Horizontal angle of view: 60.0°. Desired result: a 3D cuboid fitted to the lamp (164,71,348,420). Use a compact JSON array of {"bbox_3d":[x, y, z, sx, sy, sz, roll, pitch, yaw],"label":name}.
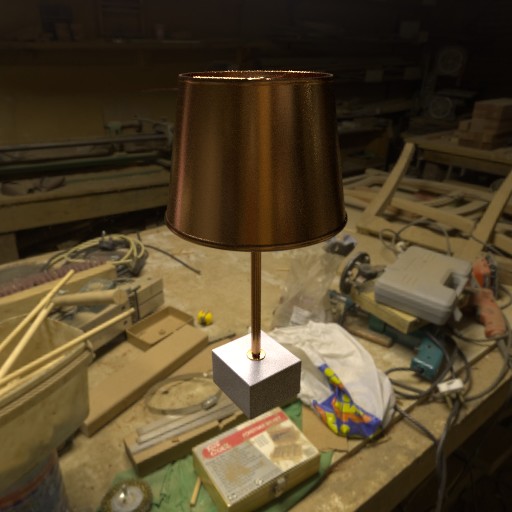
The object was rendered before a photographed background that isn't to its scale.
[{"bbox_3d":[0.000,0.000,0.535,0.208,0.406,0.208,0,25,0],"label":"lamp"}]
